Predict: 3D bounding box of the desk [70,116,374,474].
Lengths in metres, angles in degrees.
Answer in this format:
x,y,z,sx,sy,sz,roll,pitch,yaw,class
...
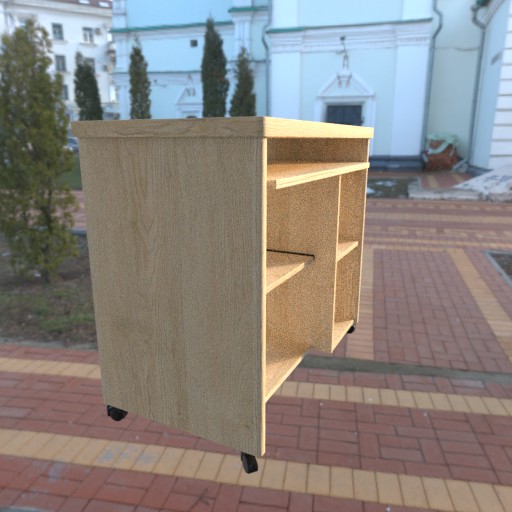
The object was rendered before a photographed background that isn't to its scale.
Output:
x,y,z,sx,sy,sz,roll,pitch,yaw,class
0.000,0.000,1.361,0.480,0.770,0.885,7,16,26,desk
